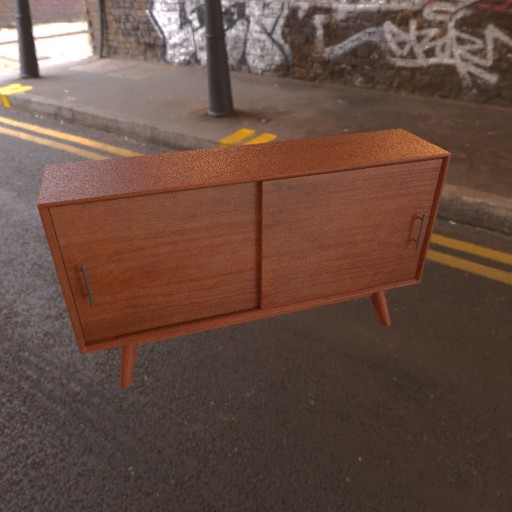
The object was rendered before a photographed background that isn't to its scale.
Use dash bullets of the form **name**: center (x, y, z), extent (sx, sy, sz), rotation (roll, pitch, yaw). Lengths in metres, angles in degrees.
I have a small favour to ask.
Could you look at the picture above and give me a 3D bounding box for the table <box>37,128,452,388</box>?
- **table**: center (0.000, 0.000, 1.542), extent (1.220, 0.698, 0.308), rotation (-10, 34, -15)
